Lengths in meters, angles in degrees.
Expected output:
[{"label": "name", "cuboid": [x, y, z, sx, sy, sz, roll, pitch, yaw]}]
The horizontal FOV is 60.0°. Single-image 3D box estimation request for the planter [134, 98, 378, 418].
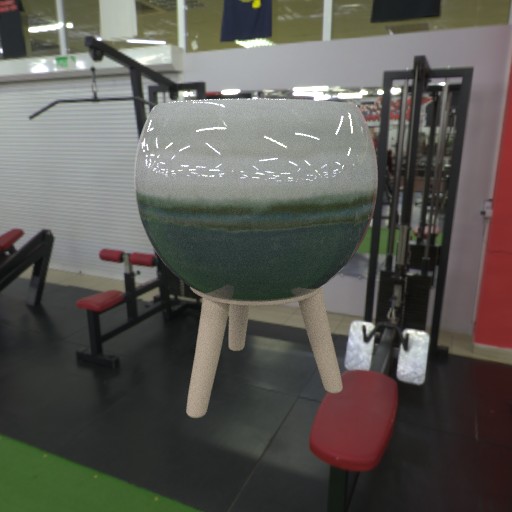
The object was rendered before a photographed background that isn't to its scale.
[{"label": "planter", "cuboid": [0.000, 0.000, 0.436, 0.222, 0.278, 0.222, 0, 15, 0]}]
